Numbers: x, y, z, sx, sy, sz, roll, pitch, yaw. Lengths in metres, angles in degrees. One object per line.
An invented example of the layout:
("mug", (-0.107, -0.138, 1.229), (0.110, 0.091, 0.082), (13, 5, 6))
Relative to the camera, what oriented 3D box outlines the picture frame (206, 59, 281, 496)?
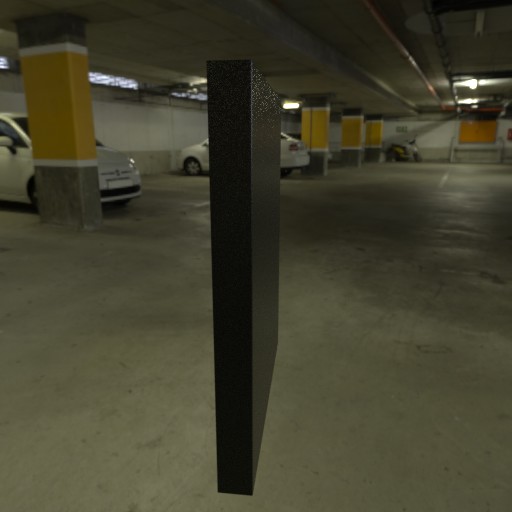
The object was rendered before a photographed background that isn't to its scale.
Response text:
("picture frame", (0.000, 0.000, 0.527), (0.034, 0.378, 0.328), (2, 15, 7))
